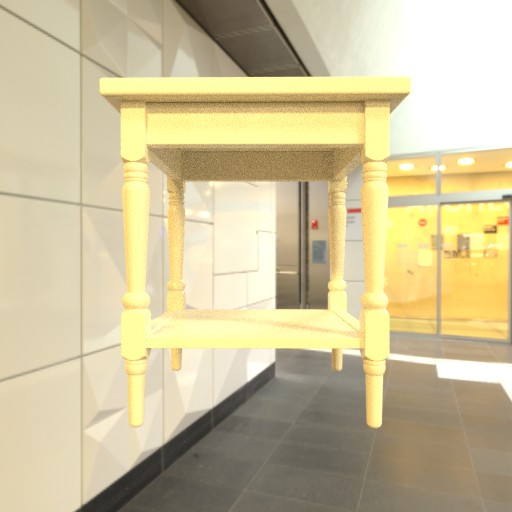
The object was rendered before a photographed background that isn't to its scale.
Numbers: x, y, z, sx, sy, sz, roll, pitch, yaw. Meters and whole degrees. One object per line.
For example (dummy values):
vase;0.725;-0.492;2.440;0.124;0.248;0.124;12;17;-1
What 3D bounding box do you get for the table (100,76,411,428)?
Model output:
table;0.000;0.000;0.915;0.488;0.565;0.442;0;0;1
